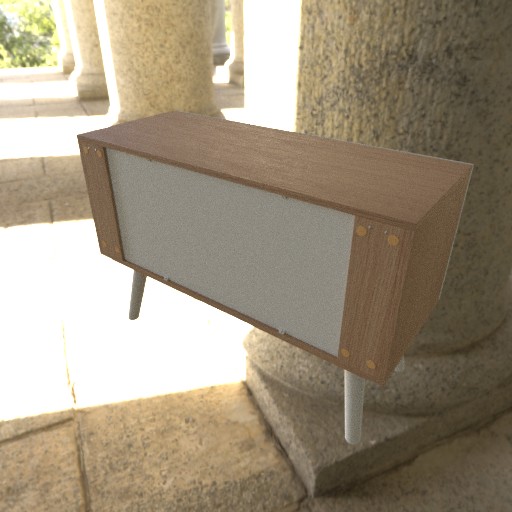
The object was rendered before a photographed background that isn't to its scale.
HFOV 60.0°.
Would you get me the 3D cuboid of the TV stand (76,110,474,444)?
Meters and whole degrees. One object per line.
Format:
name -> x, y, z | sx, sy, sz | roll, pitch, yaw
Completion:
TV stand -> 0.000, 0.000, 1.333 | 0.991, 0.660, 0.407 | 20, 36, 31
